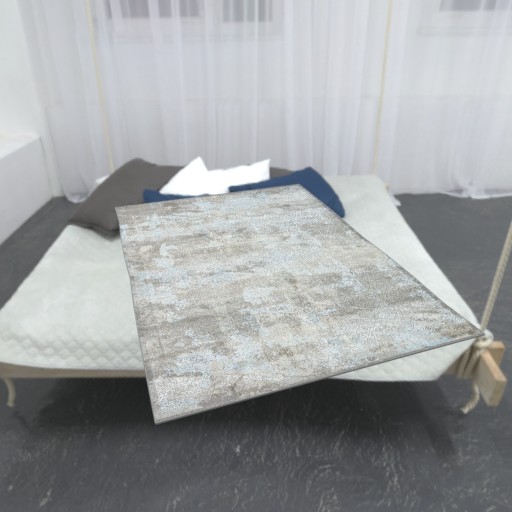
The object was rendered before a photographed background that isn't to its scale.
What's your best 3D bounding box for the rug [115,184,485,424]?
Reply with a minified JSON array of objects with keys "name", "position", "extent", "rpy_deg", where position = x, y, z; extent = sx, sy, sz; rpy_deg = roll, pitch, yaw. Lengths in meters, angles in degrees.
[{"name":"rug","position":[0.000,0.000,4.236],"extent":[2.393,0.013,3.307],"rpy_deg":[-10,31,-17]}]
